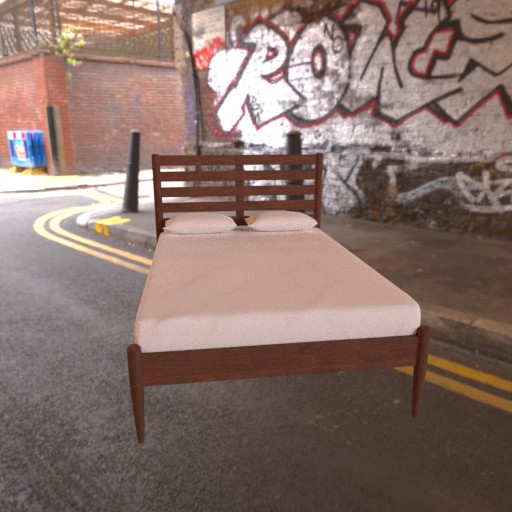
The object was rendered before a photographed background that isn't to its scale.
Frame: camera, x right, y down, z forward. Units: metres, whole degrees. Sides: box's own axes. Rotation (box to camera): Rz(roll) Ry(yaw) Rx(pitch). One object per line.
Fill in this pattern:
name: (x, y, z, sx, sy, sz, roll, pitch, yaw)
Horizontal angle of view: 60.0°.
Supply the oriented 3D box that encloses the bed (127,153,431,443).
bed: (0.000, 0.000, 3.087, 1.509, 1.304, 2.093, -2, 16, -8)
